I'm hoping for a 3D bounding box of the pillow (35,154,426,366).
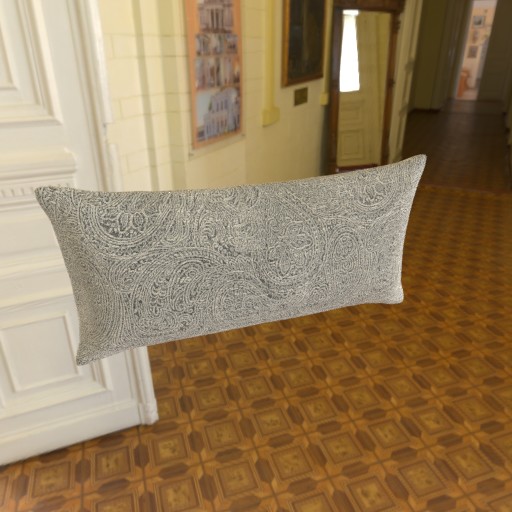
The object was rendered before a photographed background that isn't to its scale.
[{"bbox_3d":[0.000,0.000,0.734,0.615,0.295,0.151,-8,27,-17],"label":"pillow"}]
